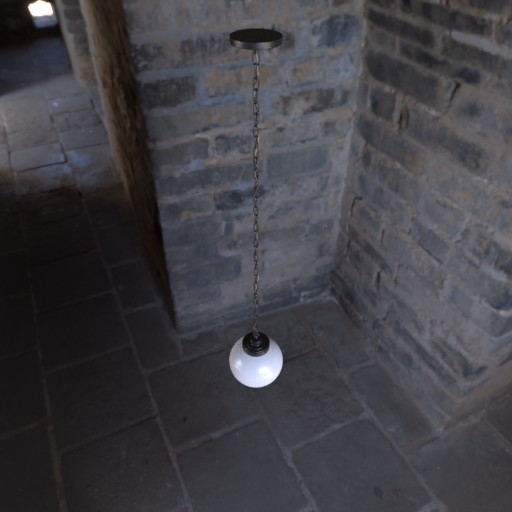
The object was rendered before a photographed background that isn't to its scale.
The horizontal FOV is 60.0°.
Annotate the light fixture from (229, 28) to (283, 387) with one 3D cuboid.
[{"bbox_3d":[0.000,0.000,2.030,0.305,1.867,0.304,11,42,13],"label":"light fixture"}]
